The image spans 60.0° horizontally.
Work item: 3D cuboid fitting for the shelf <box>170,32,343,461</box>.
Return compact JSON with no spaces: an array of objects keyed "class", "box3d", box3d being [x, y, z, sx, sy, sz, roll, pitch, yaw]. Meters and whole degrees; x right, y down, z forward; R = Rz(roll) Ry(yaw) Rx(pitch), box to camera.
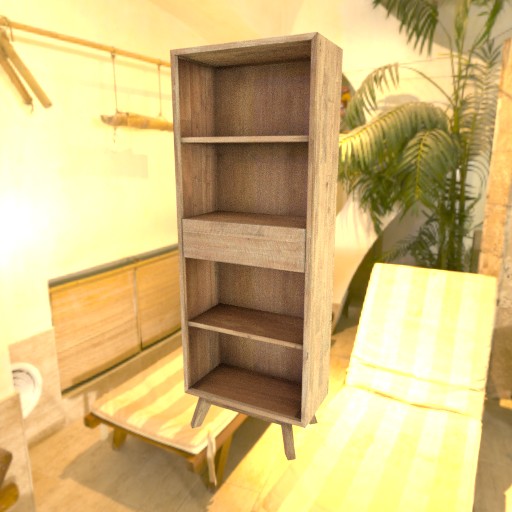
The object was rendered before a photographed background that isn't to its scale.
[{"class":"shelf","box3d":[0.000,0.000,1.557,0.491,1.342,0.267,7,15,26]}]
